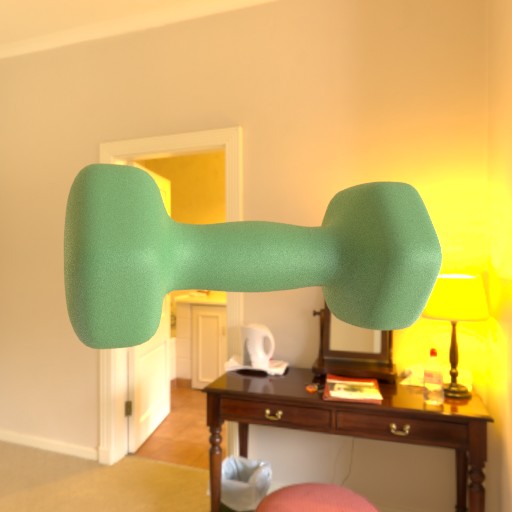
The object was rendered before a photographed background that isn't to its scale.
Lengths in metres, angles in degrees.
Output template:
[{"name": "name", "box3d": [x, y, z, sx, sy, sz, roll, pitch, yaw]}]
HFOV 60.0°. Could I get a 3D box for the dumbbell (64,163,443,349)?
[{"name": "dumbbell", "box3d": [0.000, 0.000, 0.323, 0.257, 0.114, 0.126, 0, 0, -18]}]
